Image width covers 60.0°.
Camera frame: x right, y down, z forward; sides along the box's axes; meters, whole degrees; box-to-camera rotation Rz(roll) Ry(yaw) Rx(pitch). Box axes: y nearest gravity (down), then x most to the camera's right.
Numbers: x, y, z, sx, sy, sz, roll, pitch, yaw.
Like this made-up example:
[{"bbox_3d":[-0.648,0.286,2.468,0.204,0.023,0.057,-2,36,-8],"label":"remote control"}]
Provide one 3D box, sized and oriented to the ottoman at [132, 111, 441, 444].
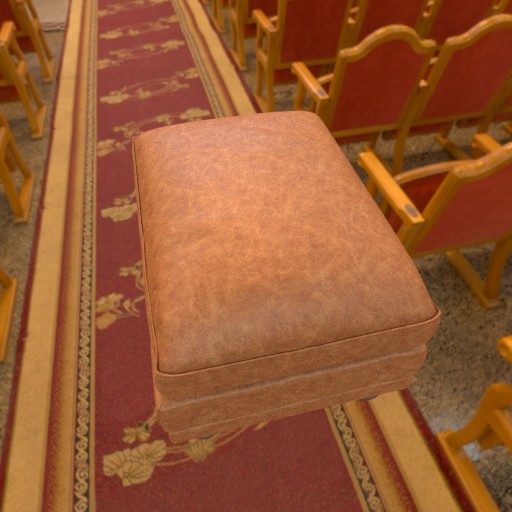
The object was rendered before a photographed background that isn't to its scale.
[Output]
[{"bbox_3d":[0.000,0.000,1.066,0.533,0.480,0.710,-10,48,-9],"label":"ottoman"}]
